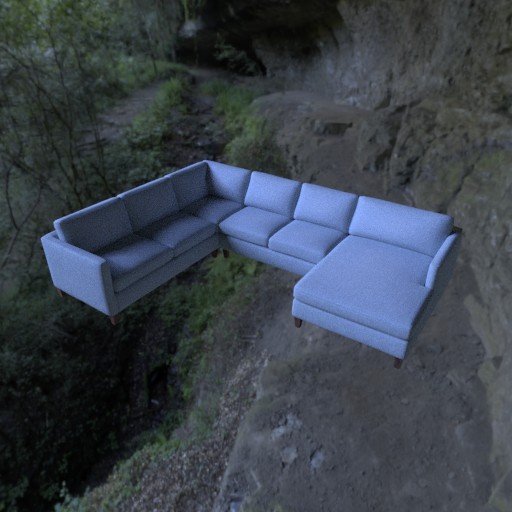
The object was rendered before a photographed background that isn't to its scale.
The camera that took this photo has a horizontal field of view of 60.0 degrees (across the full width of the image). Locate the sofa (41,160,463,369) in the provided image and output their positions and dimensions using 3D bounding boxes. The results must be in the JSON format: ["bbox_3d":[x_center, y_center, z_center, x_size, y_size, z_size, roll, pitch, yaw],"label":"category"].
[{"bbox_3d":[0.000,0.000,4.500,3.403,0.889,2.551,19,35,29],"label":"sofa"}]
